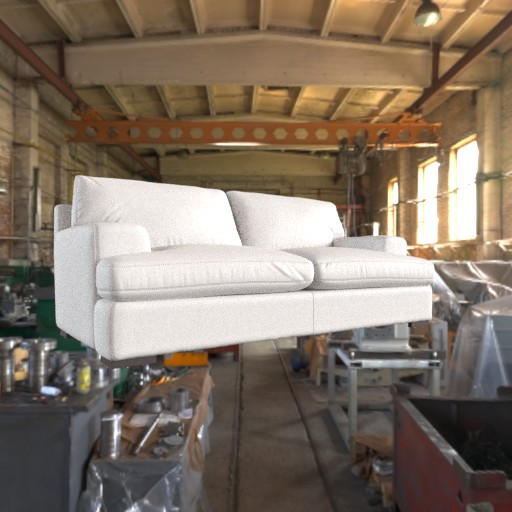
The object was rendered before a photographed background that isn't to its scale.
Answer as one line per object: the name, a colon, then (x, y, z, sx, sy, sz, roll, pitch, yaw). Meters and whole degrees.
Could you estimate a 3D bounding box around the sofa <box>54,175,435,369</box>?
sofa: (0.000, 0.000, 2.817, 2.261, 0.940, 1.143, 0, -1, -35)
